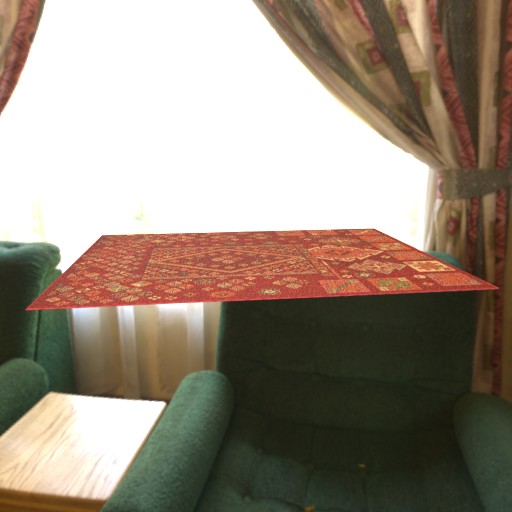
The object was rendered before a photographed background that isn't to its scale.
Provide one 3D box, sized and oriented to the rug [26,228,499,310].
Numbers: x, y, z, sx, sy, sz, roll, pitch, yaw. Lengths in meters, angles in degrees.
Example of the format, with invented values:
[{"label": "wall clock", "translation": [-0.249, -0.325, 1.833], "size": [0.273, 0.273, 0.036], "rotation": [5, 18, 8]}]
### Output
[{"label": "rug", "translation": [0.000, 0.000, 4.208], "size": [3.306, 0.011, 2.389], "rotation": [-2, 14, -7]}]
